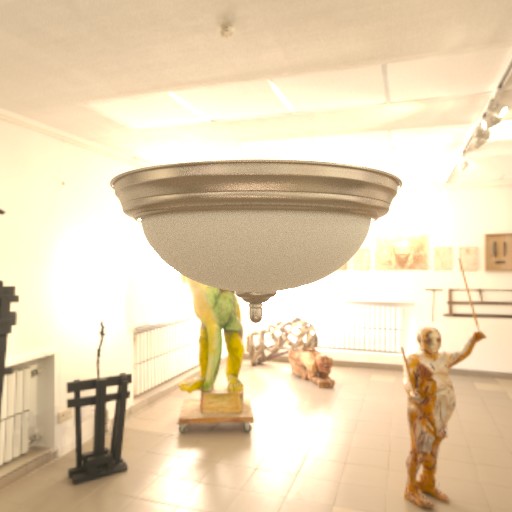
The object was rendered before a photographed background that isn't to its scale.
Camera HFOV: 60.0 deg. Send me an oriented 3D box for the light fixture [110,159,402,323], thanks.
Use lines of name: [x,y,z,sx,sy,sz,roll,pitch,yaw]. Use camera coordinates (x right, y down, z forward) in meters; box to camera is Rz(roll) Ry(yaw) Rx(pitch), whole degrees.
light fixture: [0.000,0.000,0.447,0.280,0.135,0.280,0,0,0]
